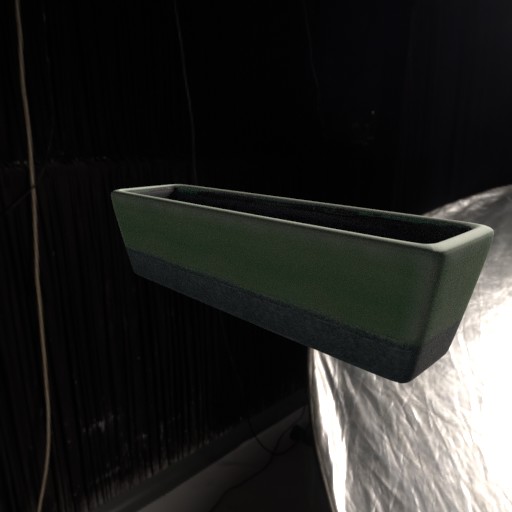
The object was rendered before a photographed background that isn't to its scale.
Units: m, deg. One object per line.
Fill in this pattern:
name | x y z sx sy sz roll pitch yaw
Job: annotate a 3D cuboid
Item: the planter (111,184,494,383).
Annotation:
planter | 0.000 0.000 0.301 0.072 0.072 0.275 -15 21 -43
